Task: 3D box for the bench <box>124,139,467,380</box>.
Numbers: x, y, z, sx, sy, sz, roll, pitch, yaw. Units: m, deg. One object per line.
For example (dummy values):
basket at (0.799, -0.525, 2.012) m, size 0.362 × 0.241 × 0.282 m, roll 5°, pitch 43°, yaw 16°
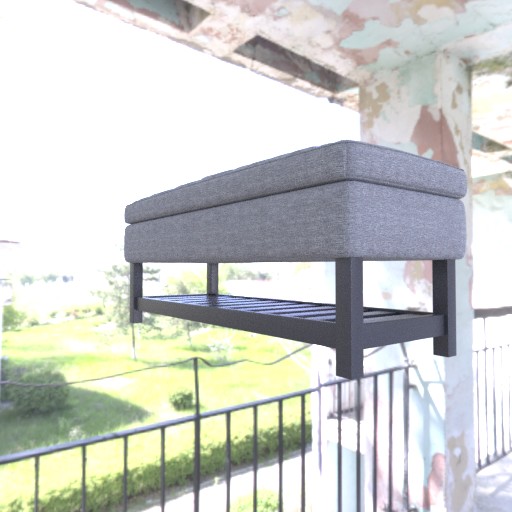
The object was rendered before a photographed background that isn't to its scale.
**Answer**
bench at (0.000, 0.000, 1.322) m, size 0.429 × 0.470 × 1.100 m, roll 1°, pitch -2°, yaw -37°
